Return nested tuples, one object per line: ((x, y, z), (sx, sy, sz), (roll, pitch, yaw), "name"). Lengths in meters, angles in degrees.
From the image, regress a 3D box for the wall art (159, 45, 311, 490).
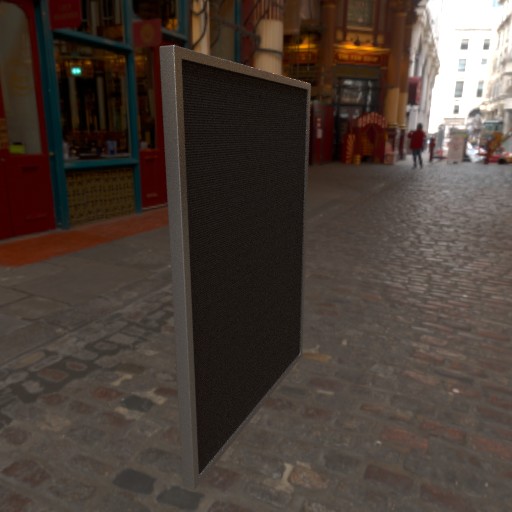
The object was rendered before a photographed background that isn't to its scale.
((0.000, 0.000, 1.363), (0.037, 1.062, 0.801), (8, 17, 25), "wall art")
